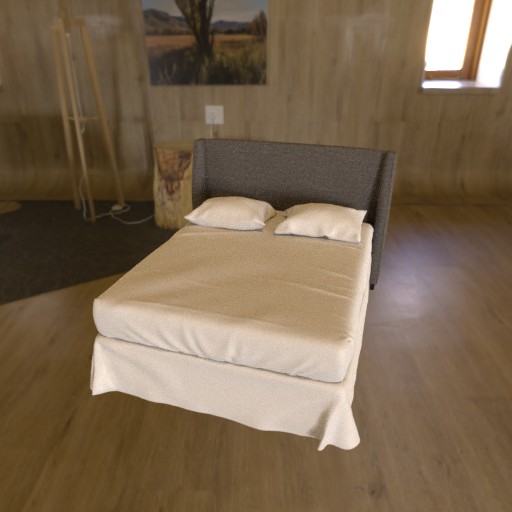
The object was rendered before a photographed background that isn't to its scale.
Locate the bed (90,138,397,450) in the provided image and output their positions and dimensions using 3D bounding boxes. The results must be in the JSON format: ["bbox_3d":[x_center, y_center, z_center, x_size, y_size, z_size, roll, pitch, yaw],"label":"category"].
[{"bbox_3d":[0.000,0.000,3.487,1.925,1.332,2.276,8,27,15],"label":"bed"}]
